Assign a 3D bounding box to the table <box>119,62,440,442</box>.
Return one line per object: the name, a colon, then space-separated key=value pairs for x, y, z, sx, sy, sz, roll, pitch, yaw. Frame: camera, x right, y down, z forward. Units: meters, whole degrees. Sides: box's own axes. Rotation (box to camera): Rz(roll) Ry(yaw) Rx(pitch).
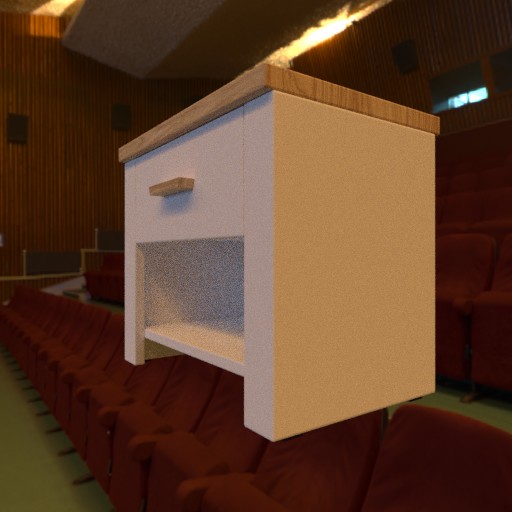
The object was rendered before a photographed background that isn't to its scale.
table: x=0.000 y=0.000 z=0.800 sx=0.360 sy=0.440 sz=0.500 roll=0 pitch=0 yaw=-36
